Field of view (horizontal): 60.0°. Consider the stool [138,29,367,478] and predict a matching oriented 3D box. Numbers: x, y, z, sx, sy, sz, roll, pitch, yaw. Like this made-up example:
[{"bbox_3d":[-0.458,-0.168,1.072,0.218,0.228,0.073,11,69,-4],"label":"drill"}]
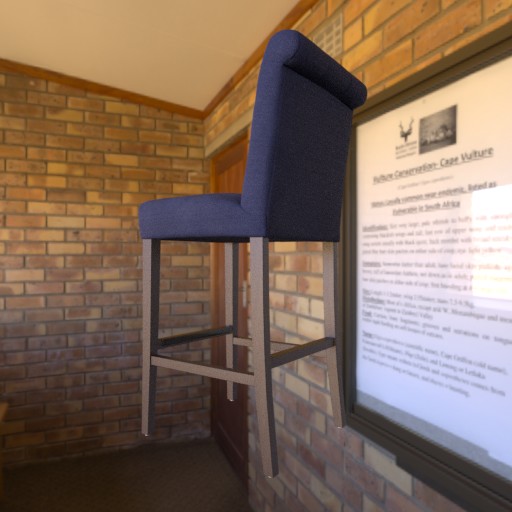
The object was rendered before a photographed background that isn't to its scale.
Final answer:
[{"bbox_3d":[0.000,0.000,1.431,0.601,1.140,0.493,0,0,36],"label":"stool"}]
